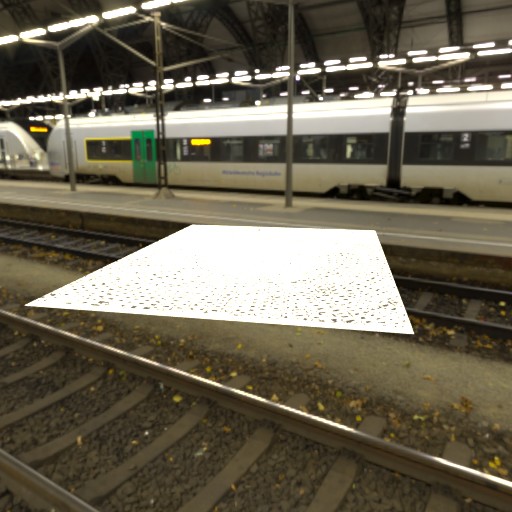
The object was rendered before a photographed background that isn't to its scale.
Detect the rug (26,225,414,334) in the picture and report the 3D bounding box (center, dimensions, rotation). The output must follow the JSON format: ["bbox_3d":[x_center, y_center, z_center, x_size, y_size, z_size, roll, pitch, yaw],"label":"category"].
[{"bbox_3d":[0.000,0.000,2.089,1.190,0.003,1.634,3,13,11],"label":"rug"}]
